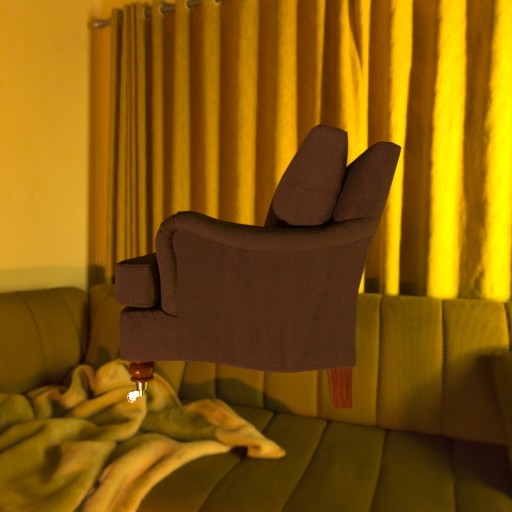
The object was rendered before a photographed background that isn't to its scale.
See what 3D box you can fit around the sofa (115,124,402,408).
[{"bbox_3d":[0.000,0.000,2.674,1.086,1.087,2.165,0,2,0],"label":"sofa"}]
